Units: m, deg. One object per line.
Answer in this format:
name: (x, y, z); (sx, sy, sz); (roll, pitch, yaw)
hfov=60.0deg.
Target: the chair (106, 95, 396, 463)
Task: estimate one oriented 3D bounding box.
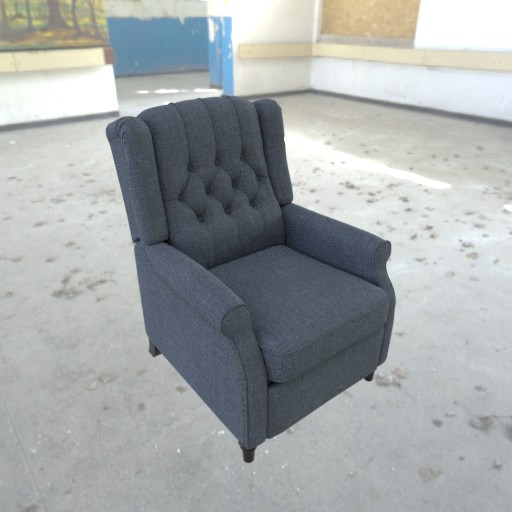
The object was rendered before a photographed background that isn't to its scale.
chair: (0.000, 0.000, 1.642); (0.742, 1.035, 0.898); (-20, 34, -33)
